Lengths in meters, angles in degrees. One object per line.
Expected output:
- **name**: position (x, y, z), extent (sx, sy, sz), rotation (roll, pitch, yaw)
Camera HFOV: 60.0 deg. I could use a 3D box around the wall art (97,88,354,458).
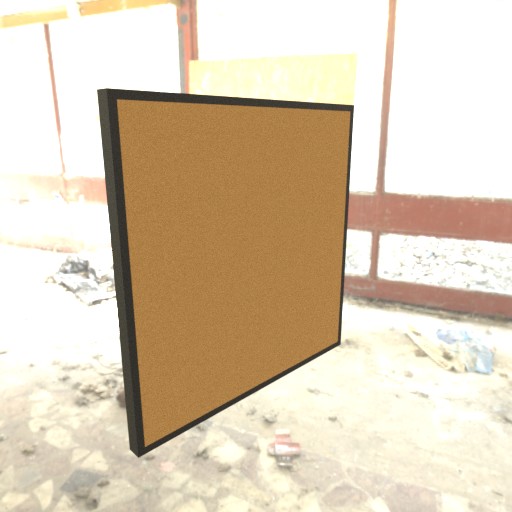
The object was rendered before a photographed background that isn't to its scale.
- **wall art**: position (0.000, 0.000, 1.140), extent (0.763, 0.763, 0.038), rotation (-15, 22, -43)
